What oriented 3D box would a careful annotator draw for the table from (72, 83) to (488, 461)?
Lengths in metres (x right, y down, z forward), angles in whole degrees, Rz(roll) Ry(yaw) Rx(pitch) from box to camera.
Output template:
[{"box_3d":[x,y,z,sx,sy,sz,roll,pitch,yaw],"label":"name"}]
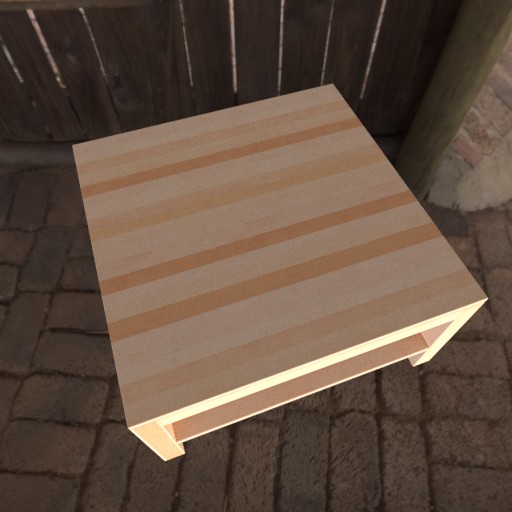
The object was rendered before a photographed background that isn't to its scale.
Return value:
[{"box_3d":[0.000,0.000,1.433,0.900,0.450,0.900,-17,59,-11],"label":"table"}]
